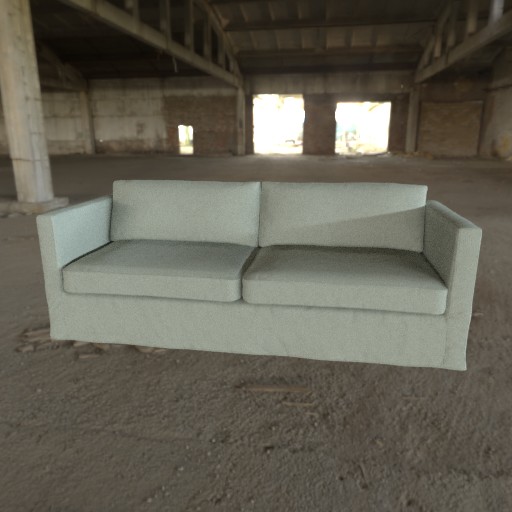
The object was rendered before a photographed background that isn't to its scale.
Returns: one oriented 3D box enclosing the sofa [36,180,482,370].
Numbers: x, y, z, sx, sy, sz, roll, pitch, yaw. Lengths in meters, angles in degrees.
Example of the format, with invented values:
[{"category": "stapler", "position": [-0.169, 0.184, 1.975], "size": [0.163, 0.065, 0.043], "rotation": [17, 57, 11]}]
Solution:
[{"category": "sofa", "position": [0.000, 0.000, 2.720], "size": [2.312, 0.853, 0.962], "rotation": [2, 16, 9]}]
